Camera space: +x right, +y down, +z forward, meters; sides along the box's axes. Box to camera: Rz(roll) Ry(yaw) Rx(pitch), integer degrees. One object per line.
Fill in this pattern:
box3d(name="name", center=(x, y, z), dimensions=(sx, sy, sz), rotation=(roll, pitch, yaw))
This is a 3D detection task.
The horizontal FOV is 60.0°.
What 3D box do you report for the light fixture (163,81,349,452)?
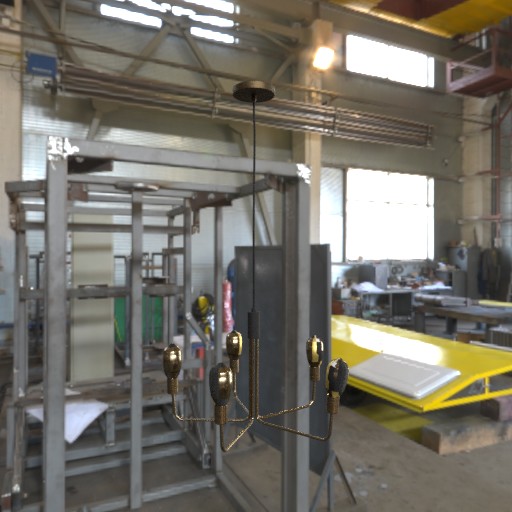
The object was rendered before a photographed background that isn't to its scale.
box3d(name="light fixture", center=(0.000, 0.000, 1.380), dimensions=(0.588, 1.059, 0.532), rotation=(0, 0, 19))
